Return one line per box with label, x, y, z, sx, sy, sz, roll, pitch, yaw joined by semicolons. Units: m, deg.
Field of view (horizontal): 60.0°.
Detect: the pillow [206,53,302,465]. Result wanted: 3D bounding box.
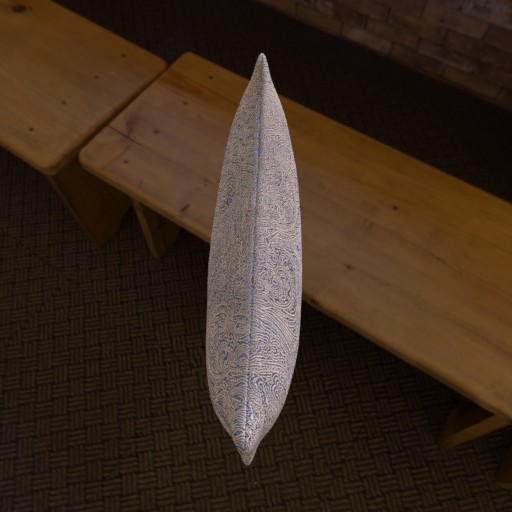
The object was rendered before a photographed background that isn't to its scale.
pillow;0.000;0.000;0.730;0.151;0.295;0.615;2;63;1
